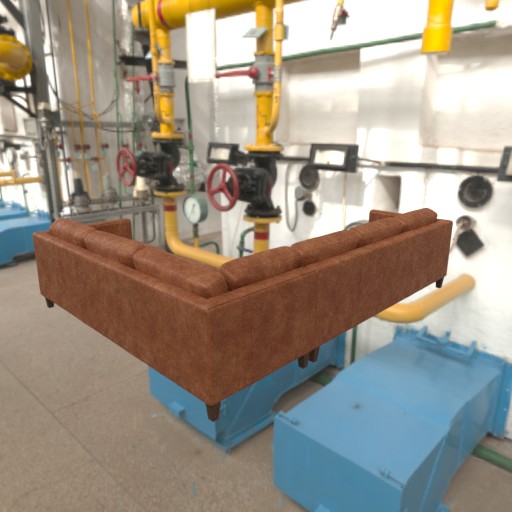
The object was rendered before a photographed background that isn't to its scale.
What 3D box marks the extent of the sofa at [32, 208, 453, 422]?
[{"bbox_3d":[0.000,0.000,4.210,2.438,0.838,3.167,15,22,43],"label":"sofa"}]
